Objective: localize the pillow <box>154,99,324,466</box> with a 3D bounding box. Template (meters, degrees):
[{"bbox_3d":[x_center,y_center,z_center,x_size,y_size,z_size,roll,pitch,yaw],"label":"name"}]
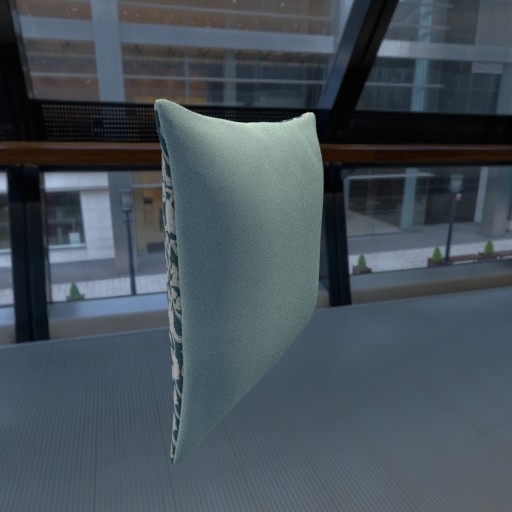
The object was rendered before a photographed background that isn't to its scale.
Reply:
[{"bbox_3d":[0.000,0.000,0.799,0.166,0.508,0.525,8,18,25],"label":"pillow"}]
